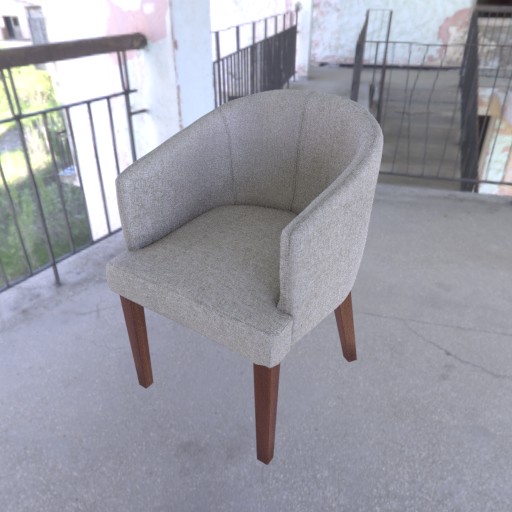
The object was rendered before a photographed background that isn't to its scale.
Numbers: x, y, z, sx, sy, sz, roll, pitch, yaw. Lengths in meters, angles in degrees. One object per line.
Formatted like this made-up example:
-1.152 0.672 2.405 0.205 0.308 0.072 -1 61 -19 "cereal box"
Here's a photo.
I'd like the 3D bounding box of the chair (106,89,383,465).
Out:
0.000 0.000 1.271 0.583 0.811 0.655 19 36 29 "chair"
